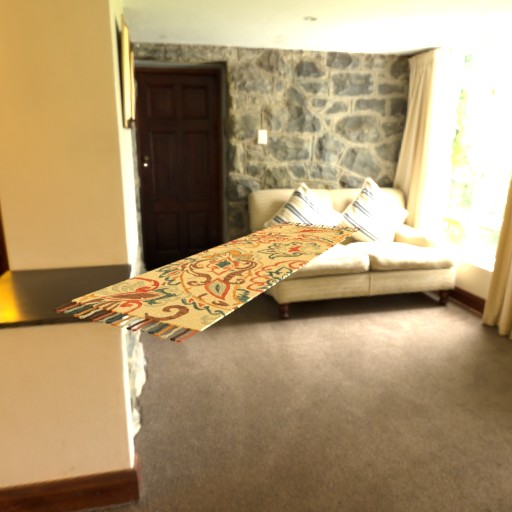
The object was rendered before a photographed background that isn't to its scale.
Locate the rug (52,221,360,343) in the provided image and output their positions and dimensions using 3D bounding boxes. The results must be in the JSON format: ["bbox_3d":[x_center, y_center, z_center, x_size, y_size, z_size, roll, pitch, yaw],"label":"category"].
[{"bbox_3d":[0.000,0.000,3.037,0.763,0.015,2.682,7,16,27],"label":"rug"}]
